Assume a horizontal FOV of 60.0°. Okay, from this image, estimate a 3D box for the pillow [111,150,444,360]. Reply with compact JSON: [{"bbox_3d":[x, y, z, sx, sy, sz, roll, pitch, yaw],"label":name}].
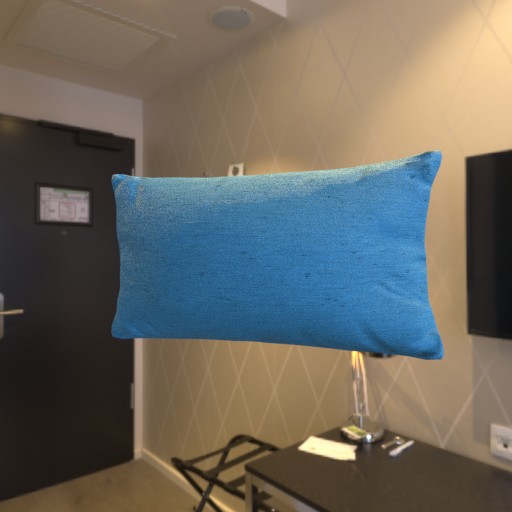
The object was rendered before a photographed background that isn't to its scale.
[{"bbox_3d":[0.000,0.000,0.807,0.633,0.338,0.210,0,0,19],"label":"pillow"}]
